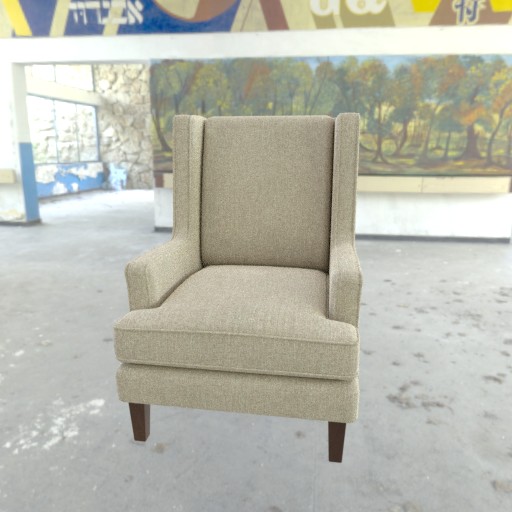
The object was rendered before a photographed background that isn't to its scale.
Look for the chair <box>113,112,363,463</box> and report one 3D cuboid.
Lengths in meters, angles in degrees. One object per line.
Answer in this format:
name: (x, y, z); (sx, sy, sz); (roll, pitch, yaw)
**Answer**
chair: (0.000, 0.000, 1.706); (0.764, 1.082, 0.948); (2, 14, 9)
